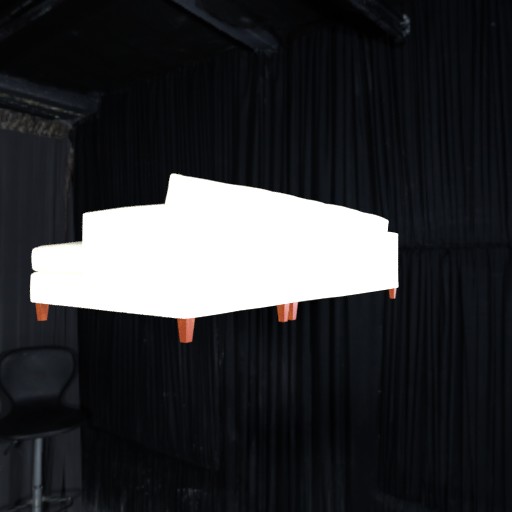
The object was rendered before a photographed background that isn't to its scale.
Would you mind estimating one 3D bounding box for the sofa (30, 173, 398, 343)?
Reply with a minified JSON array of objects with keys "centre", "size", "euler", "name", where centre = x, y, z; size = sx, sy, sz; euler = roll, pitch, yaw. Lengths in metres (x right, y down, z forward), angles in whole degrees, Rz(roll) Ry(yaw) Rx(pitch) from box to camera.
[{"centre":[0.000,0.000,4.165],"size":[1.603,0.954,3.471],"euler":[0,-1,36],"name":"sofa"}]
